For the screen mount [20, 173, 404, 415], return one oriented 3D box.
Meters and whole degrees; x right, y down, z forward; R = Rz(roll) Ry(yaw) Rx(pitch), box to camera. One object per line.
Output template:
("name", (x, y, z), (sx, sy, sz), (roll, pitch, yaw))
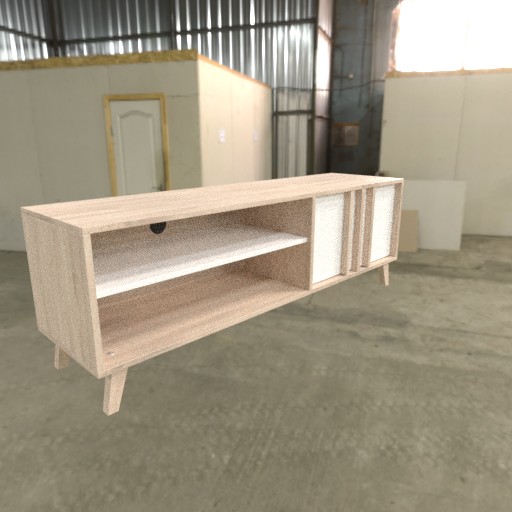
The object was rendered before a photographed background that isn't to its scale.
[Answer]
("screen mount", (0.000, 0.000, 1.707), (1.500, 0.510, 0.400), (-15, 22, -43))
